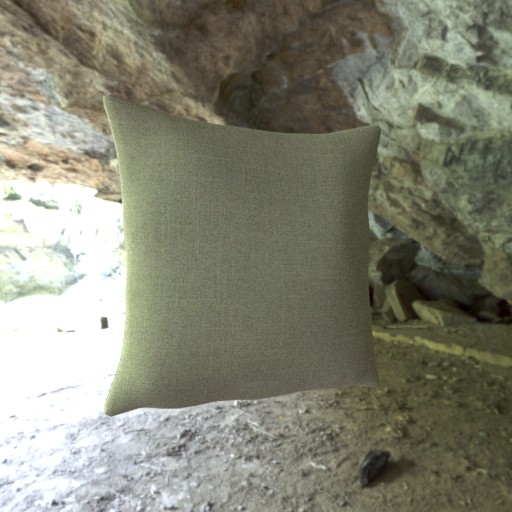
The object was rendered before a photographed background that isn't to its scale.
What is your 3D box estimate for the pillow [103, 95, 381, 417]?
[{"bbox_3d":[0.000,0.000,0.665,0.435,0.432,0.138,0,0,-19],"label":"pillow"}]
